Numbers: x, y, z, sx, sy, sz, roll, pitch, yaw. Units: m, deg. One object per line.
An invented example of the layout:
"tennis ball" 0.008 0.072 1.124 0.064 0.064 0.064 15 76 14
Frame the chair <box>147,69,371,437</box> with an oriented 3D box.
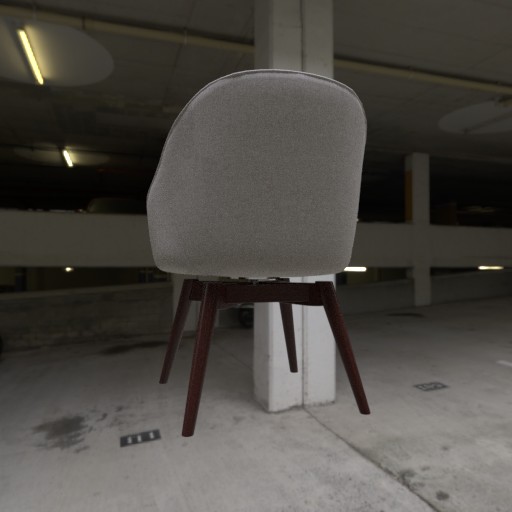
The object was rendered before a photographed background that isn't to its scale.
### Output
"chair" 0.000 0.000 1.284 0.596 0.823 0.635 0 -1 -19
